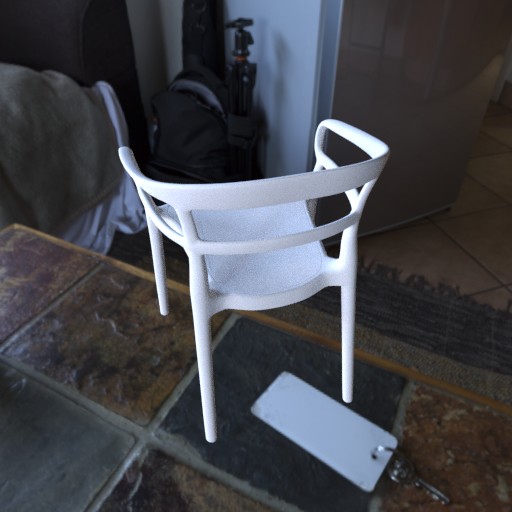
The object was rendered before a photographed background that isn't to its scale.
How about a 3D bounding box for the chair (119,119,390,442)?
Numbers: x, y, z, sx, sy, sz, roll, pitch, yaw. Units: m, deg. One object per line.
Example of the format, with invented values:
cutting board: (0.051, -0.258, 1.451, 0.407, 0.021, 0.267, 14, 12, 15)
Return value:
chair: (0.000, 0.000, 1.125, 0.559, 0.761, 0.527, -11, 42, -13)
